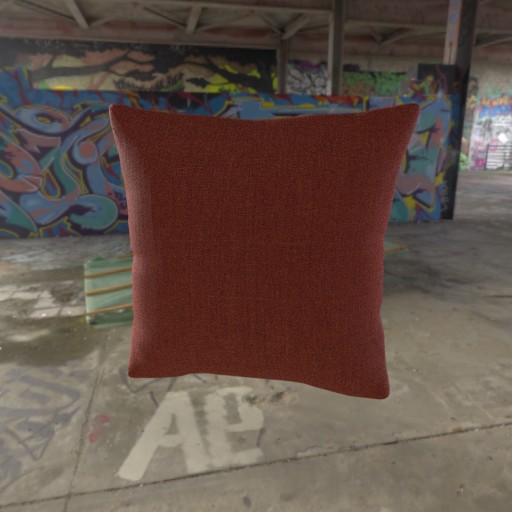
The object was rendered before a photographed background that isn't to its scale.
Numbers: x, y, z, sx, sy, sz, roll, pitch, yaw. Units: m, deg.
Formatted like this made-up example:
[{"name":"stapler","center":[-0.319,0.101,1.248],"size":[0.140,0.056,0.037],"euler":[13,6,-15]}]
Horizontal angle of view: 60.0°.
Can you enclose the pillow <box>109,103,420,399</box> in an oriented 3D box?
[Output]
[{"name":"pillow","center":[0.000,0.000,0.661],"size":[0.429,0.434,0.159],"euler":[2,15,7]}]
